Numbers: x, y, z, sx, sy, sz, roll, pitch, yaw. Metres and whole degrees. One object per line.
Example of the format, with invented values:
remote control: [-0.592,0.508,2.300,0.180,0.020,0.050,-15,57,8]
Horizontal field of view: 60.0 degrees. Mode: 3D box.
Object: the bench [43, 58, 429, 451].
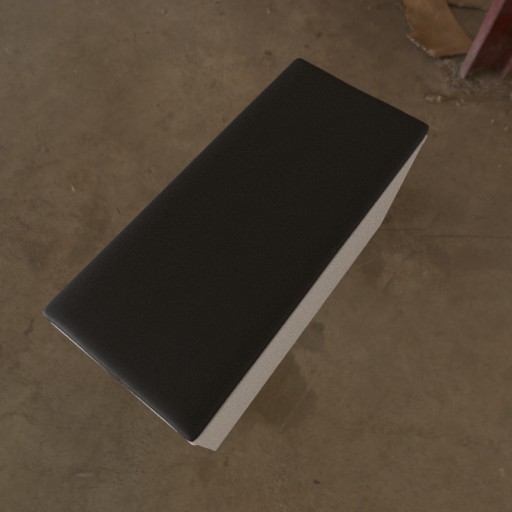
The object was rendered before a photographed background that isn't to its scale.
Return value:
bench: [0.000,0.000,1.195,0.401,0.500,0.899,34,69,15]
